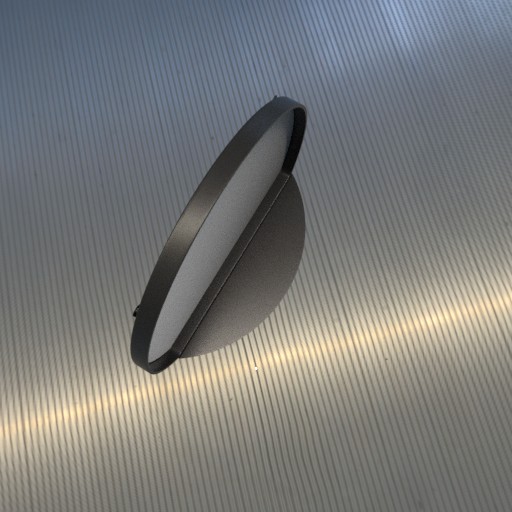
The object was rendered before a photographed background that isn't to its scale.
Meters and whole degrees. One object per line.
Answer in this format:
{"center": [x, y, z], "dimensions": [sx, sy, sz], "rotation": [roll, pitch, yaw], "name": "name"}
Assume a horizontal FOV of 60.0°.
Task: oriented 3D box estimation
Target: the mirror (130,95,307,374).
{"center": [0.000, 0.000, 0.689], "dimensions": [0.133, 0.457, 0.457], "rotation": [30, 78, 7], "name": "mirror"}
